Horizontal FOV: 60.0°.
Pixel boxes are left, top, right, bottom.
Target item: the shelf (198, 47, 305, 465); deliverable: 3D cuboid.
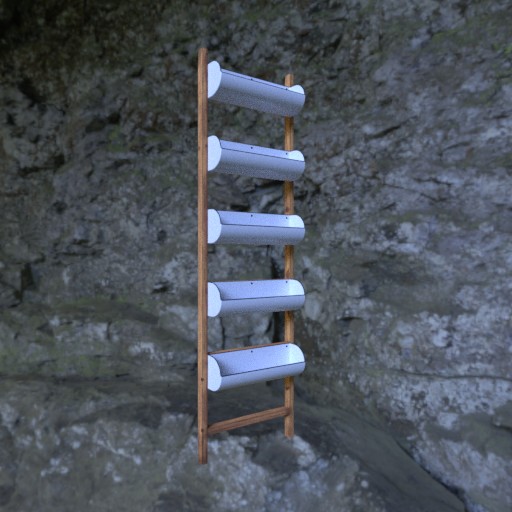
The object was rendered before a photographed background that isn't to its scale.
[{"bbox_3d":[0.000,0.000,1.799,0.454,1.600,0.141,0,0,-35],"label":"shelf"}]
